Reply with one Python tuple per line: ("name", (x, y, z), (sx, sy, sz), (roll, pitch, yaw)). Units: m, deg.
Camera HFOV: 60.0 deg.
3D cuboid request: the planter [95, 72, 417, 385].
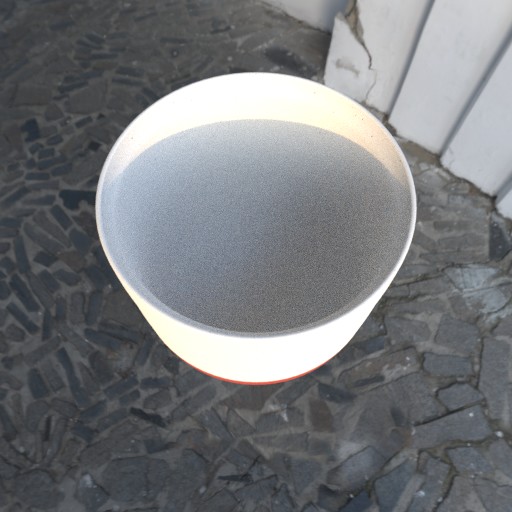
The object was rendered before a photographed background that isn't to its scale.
("planter", (0.000, 0.000, 0.491), (0.268, 0.270, 0.268), (0, 64, 0))
